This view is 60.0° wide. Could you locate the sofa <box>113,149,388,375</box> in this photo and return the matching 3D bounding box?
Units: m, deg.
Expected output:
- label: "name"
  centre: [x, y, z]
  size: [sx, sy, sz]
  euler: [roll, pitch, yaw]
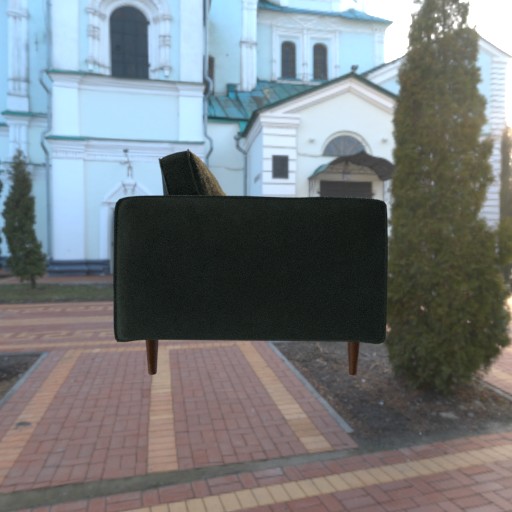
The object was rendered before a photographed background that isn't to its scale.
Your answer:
- label: "sofa"
  centre: [0.000, 0.000, 2.270]
  size: [0.886, 0.781, 1.816]
  euler: [0, 2, 0]
